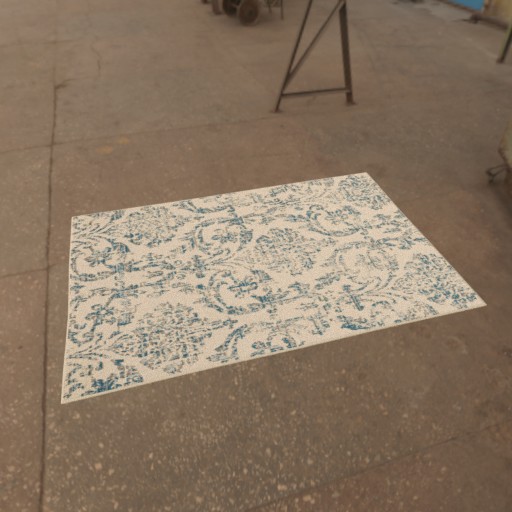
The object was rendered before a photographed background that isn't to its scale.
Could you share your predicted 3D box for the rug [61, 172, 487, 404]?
[{"bbox_3d":[0.000,0.000,2.260,1.831,0.012,1.213,-10,42,-12],"label":"rug"}]
